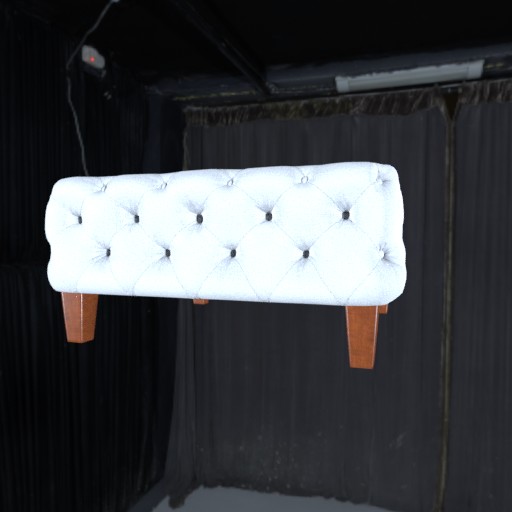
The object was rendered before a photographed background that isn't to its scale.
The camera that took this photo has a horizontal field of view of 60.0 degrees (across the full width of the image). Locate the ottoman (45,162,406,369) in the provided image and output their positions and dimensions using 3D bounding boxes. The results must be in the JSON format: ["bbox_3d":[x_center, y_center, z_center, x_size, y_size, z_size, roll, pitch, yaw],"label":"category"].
[{"bbox_3d":[0.000,0.000,1.181,0.758,0.365,0.764,1,2,19],"label":"ottoman"}]
